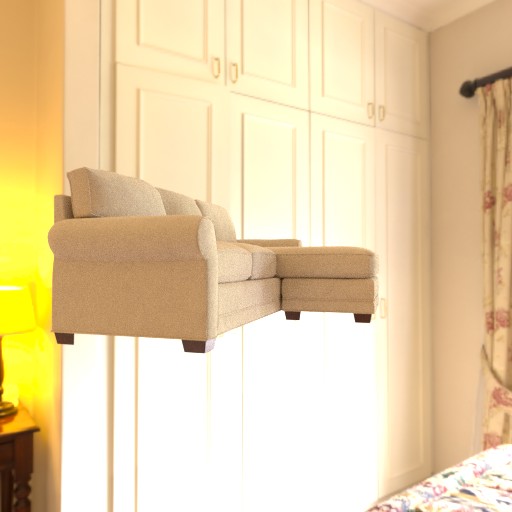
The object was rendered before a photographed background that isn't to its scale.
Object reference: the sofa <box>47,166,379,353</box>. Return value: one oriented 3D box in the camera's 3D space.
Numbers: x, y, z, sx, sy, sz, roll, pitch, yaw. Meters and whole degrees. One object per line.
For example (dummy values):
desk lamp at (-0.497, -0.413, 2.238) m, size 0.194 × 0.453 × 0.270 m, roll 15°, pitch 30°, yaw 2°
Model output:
sofa at (0.000, 0.000, 2.377) m, size 1.226 × 0.734 × 1.770 m, roll 0°, pitch -1°, yaw 18°
